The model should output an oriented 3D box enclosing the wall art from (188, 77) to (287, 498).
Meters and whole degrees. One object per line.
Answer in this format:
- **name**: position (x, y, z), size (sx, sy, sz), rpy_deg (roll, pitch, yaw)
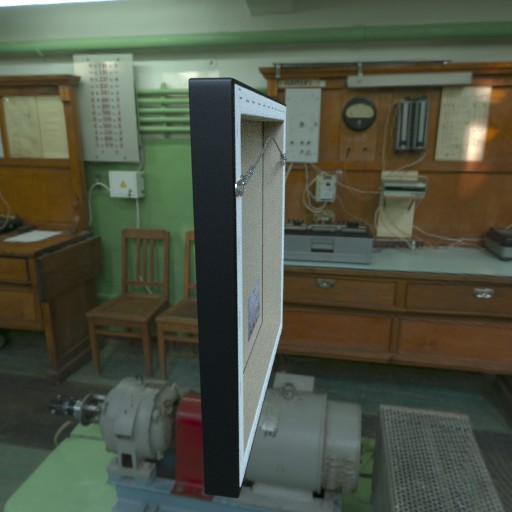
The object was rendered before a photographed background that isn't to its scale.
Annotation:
- **wall art**: position (0.000, 0.000, 0.594), size (0.041, 0.407, 0.406), rpy_deg (3, 16, 9)
